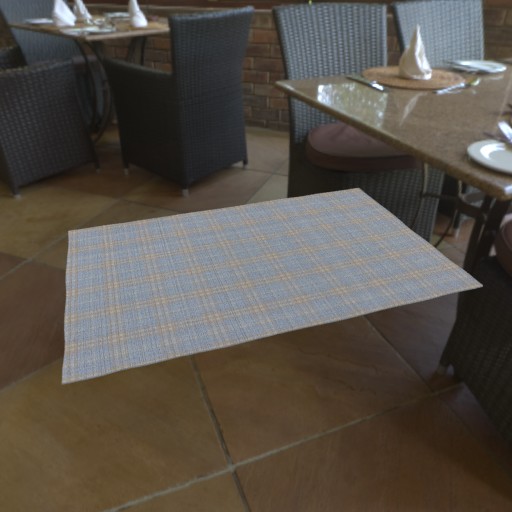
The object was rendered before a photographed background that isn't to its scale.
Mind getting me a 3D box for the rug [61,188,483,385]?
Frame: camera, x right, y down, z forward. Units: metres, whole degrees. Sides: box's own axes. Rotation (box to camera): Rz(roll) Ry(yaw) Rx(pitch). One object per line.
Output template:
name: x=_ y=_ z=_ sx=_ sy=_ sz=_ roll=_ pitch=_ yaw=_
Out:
rug: x=0.000 y=0.000 z=3.031 sx=2.460 sy=0.016 sz=1.545 roll=-10 pitch=34 yaw=-15
